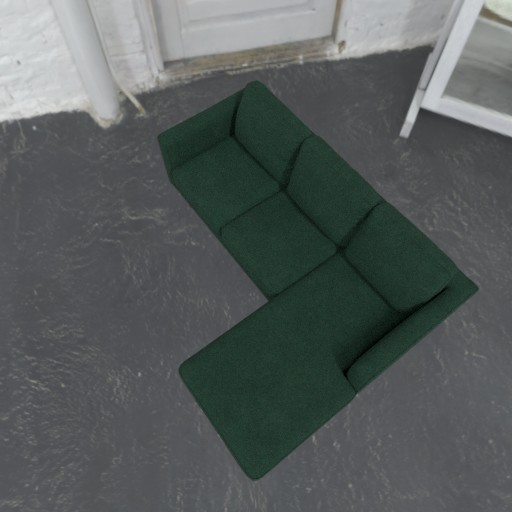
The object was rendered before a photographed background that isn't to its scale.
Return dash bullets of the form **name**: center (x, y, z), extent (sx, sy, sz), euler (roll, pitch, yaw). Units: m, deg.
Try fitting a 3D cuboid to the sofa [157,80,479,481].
- **sofa**: center (0.000, 0.000, 2.791), extent (1.580, 0.899, 2.030), euler (-34, 68, -16)
